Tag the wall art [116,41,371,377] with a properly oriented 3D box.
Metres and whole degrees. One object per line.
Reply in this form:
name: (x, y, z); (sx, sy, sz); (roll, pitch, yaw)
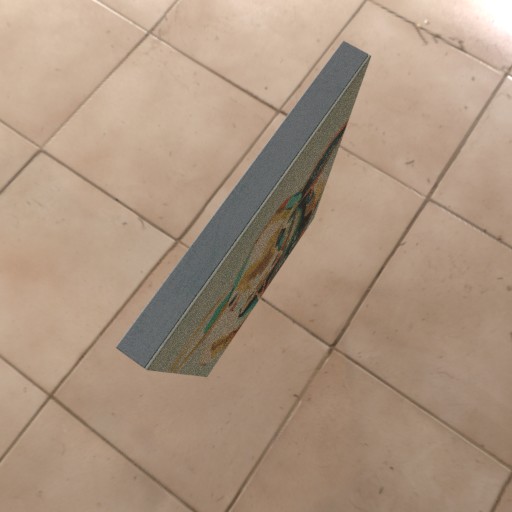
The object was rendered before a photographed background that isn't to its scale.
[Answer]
wall art: (0.000, 0.000, 0.694); (0.037, 0.509, 0.409); (33, 77, 9)
